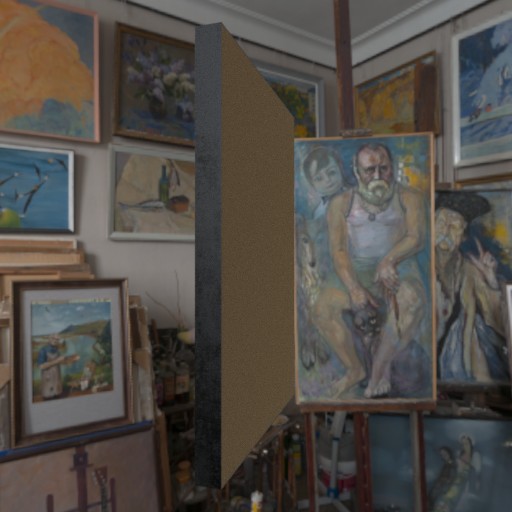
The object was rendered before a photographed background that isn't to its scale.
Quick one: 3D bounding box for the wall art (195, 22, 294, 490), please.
[{"bbox_3d":[0.000,0.000,0.587,0.031,0.457,0.313,0,0,18],"label":"wall art"}]
